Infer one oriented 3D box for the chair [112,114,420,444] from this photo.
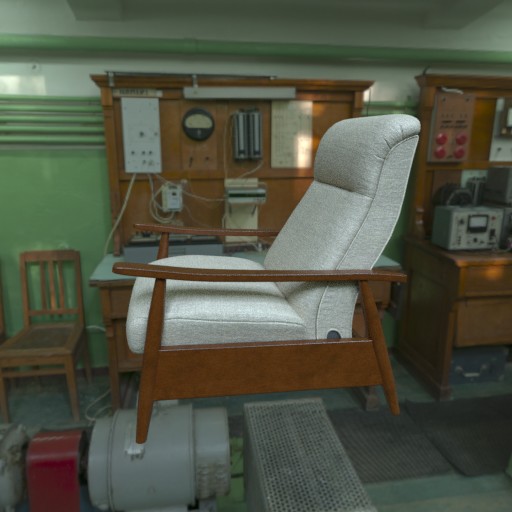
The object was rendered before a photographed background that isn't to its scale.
[{"bbox_3d":[0.000,0.000,1.791,1.014,1.082,0.762,-3,15,-10],"label":"chair"}]
